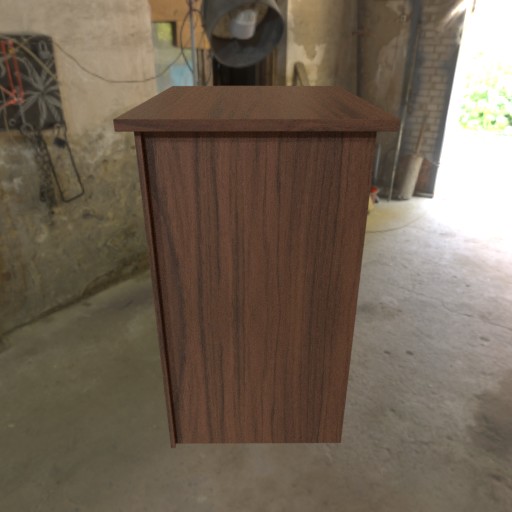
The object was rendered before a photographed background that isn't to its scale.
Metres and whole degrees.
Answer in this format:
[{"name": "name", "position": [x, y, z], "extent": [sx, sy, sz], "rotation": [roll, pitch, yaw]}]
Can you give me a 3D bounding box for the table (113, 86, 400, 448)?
[{"name": "table", "position": [0.000, 0.000, 0.941], "extent": [0.381, 0.636, 0.480], "rotation": [0, 26, 0]}]
